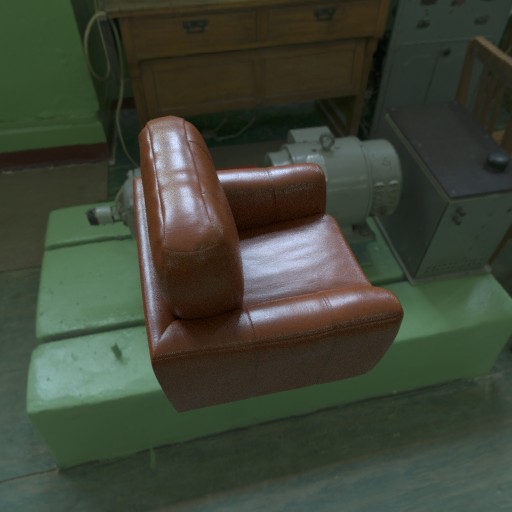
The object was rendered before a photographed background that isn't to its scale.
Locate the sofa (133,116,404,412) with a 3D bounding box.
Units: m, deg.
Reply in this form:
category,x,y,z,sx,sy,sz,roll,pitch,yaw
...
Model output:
category,x,y,z,sx,sy,sz,roll,pitch,yaw
sofa,0.000,0.000,1.579,0.789,0.876,0.836,-10,48,-10
